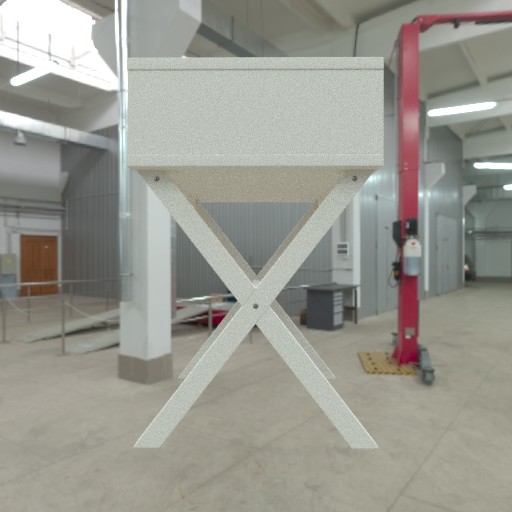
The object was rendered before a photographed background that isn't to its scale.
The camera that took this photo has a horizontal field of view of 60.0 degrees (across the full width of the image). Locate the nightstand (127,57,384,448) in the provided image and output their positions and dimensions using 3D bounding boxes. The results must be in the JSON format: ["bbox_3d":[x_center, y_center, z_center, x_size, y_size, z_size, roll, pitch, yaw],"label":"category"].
[{"bbox_3d":[0.000,0.000,0.932,0.402,0.623,0.479,0,0,0],"label":"nightstand"}]
